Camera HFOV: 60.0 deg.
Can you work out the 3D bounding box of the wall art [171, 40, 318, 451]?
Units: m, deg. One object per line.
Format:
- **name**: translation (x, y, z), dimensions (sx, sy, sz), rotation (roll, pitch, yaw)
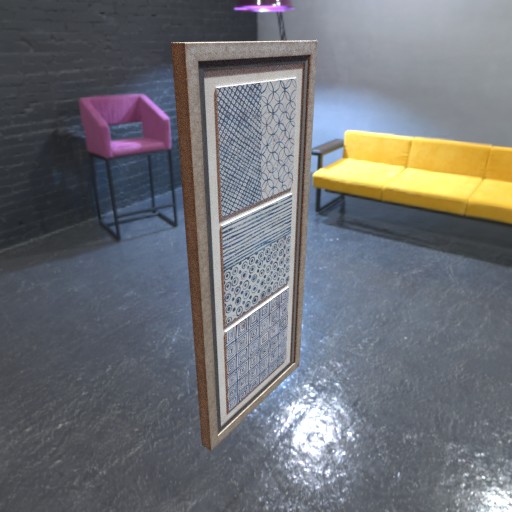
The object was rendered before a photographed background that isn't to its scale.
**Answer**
- **wall art**: translation (0.000, 0.000, 1.677), dimensions (0.051, 1.461, 0.648), rotation (19, 32, 33)
